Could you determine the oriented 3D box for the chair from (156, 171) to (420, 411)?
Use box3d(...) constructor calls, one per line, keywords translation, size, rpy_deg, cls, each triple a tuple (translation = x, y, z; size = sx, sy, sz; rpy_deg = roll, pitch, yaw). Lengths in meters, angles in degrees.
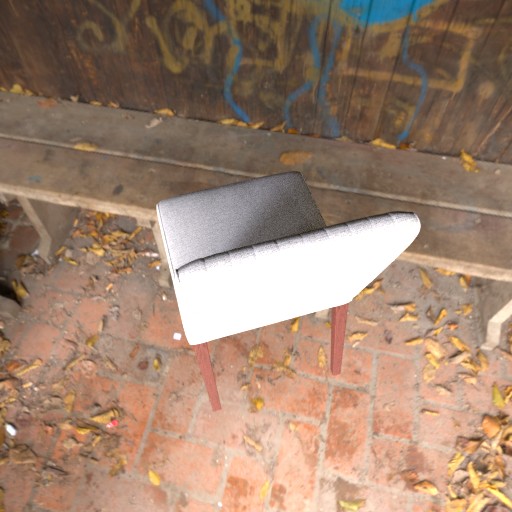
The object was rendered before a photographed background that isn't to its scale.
box3d(translation=(0.000, 0.000, 1.227), size=(0.480, 0.900, 0.594), rpy_deg=(-14, 58, -9), cls="chair")
